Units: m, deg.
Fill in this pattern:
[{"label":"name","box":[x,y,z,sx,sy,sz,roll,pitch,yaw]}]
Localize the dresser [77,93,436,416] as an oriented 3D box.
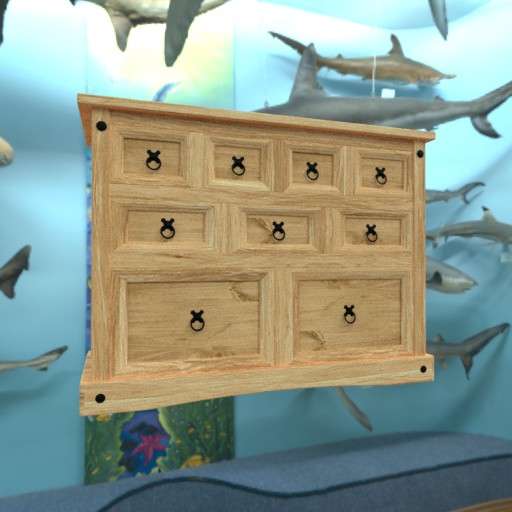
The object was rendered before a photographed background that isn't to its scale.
[{"label":"dresser","box":[0.000,0.000,1.352,0.990,0.740,0.410,0,-1,-18]}]
